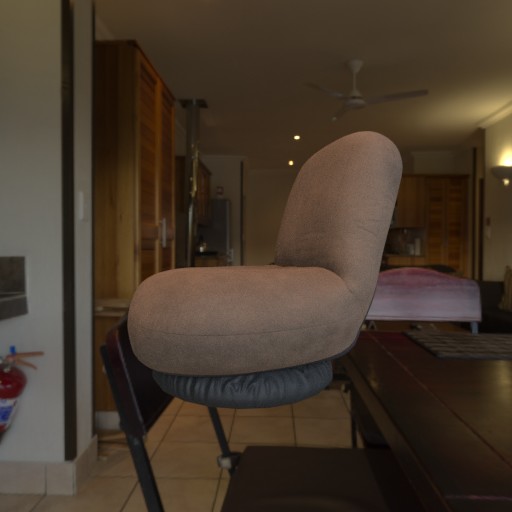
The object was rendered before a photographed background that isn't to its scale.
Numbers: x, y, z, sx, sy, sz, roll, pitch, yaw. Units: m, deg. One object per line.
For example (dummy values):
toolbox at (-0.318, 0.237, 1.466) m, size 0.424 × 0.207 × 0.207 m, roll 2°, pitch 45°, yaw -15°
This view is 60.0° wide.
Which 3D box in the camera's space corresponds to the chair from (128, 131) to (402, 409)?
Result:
chair at (0.000, 0.000, 1.070) m, size 0.597 × 0.594 × 0.521 m, roll 0°, pitch 1°, yaw -16°
